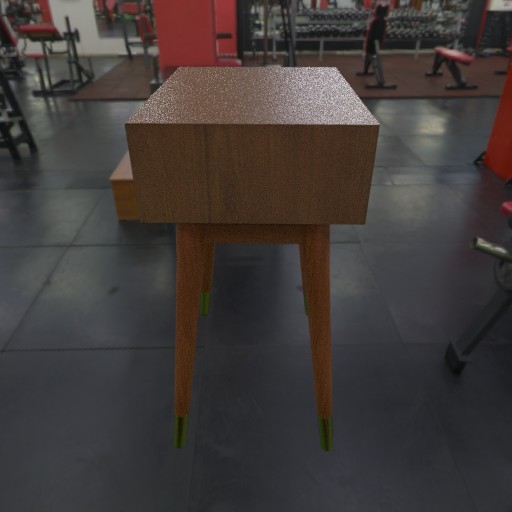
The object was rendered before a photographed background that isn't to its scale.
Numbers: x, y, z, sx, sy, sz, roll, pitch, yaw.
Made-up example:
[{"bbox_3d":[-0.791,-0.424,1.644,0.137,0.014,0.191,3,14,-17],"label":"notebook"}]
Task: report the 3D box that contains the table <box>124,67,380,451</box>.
[{"bbox_3d":[0.000,0.000,0.830,0.300,0.599,0.406,1,32,1],"label":"table"}]
